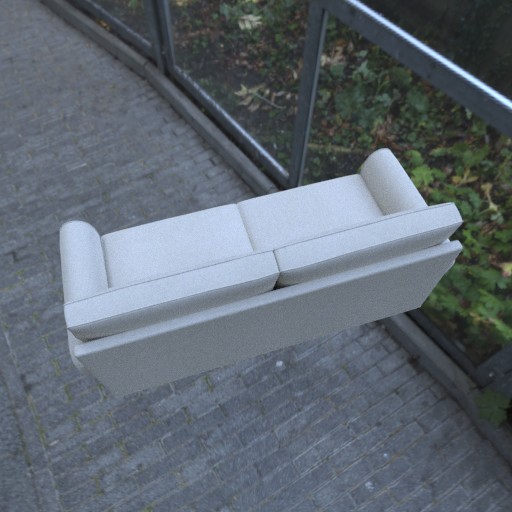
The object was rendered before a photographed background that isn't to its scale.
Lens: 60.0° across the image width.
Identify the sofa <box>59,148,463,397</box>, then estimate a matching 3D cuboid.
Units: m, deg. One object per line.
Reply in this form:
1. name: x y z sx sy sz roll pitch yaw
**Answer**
1. sofa: 0.000 0.000 2.621 2.146 0.962 0.901 -15 59 -9
